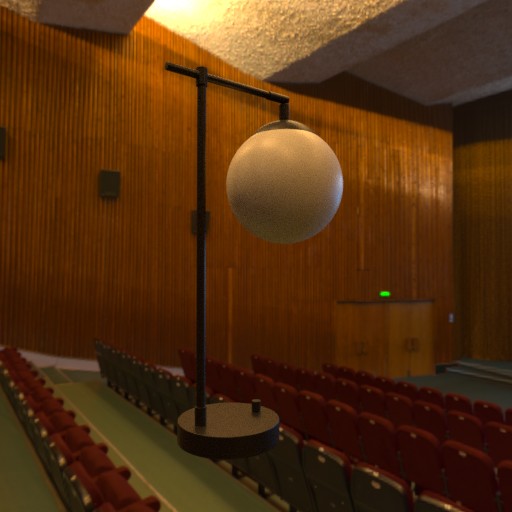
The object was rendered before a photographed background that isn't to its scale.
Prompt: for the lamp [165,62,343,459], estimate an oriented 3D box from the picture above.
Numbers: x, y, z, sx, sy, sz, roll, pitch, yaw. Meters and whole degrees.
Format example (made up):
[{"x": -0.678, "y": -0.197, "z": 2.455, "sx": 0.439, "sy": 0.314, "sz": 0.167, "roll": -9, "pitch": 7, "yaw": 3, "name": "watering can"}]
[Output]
[{"x": 0.000, "y": 0.000, "z": 0.716, "sx": 0.316, "sy": 0.559, "sz": 0.197, "roll": 1, "pitch": -2, "yaw": -36, "name": "lamp"}]
